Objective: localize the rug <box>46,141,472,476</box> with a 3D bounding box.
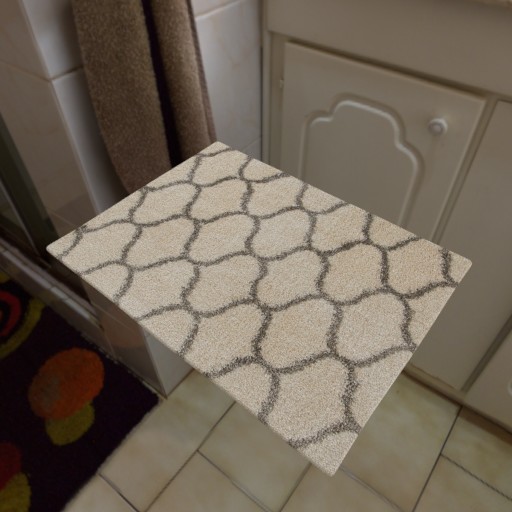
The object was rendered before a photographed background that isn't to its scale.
[{"bbox_3d":[0.000,0.000,2.070,1.600,0.025,1.200,31,54,26],"label":"rug"}]
